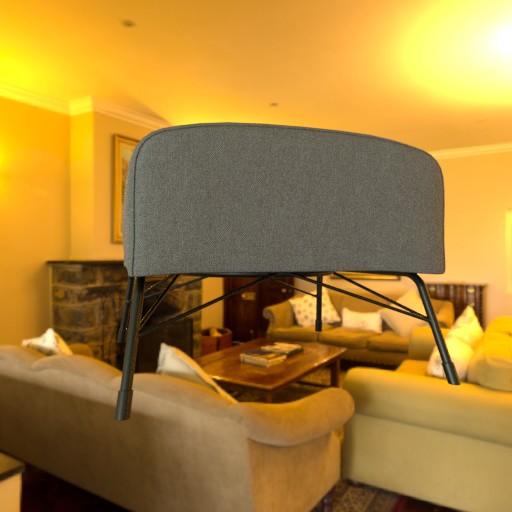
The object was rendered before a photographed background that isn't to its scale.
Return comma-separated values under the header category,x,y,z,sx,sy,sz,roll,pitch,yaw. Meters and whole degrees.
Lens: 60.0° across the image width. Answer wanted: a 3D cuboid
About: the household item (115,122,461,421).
category,x,y,z,sx,sy,sz,roll,pitch,yaw
household item,0.000,0.000,0.882,0.530,0.410,0.530,0,0,-17
